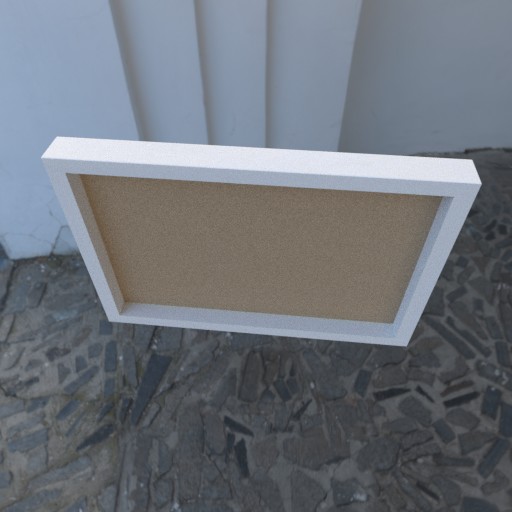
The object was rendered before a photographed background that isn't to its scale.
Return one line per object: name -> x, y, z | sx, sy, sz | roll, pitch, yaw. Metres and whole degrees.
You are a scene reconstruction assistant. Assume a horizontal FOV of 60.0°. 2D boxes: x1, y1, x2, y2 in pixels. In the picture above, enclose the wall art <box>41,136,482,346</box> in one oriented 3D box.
wall art -> 0.000, 0.000, 0.489 | 0.384, 0.254, 0.039 | 4, 47, 4
